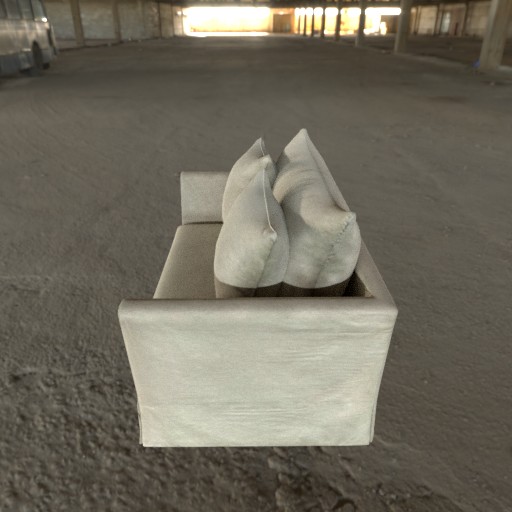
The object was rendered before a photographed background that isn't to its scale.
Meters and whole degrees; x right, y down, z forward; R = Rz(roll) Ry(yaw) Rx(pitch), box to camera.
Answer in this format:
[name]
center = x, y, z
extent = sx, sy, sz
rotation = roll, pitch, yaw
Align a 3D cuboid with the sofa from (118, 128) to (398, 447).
[sofa]
center = 0.000, 0.000, 2.311
extent = 1.035, 1.040, 1.608
rotation = 0, 28, 0
